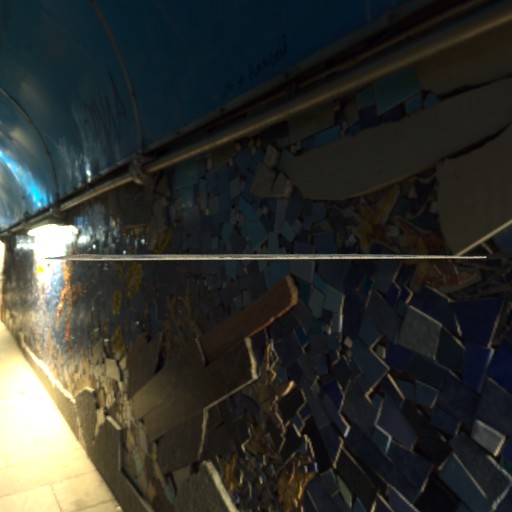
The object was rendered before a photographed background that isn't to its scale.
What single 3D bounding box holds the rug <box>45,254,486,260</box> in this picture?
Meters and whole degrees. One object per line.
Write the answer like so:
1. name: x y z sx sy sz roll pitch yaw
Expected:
1. rug: 0.000 0.000 2.106 1.698 0.013 1.072 0 1 -18
